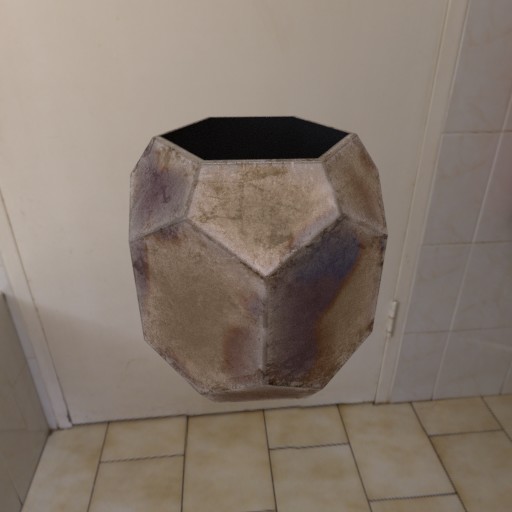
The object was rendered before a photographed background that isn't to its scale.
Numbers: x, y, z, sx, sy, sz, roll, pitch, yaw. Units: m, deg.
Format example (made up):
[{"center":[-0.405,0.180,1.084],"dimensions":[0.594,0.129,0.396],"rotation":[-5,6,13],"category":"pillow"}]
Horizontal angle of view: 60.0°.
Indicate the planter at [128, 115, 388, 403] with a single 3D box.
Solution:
[{"center":[0.000,0.000,0.437],"dimensions":[0.221,0.238,0.243],"rotation":[-2,29,-3],"category":"planter"}]
